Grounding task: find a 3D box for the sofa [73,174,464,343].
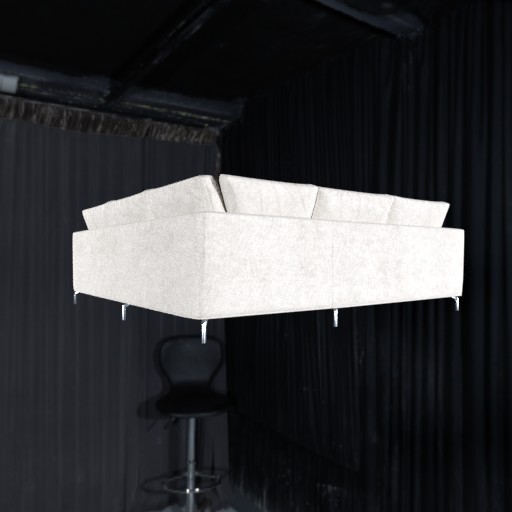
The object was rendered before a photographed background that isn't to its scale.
[{"bbox_3d":[0.000,0.000,3.787,2.438,0.864,2.438,0,0,-36],"label":"sofa"}]
